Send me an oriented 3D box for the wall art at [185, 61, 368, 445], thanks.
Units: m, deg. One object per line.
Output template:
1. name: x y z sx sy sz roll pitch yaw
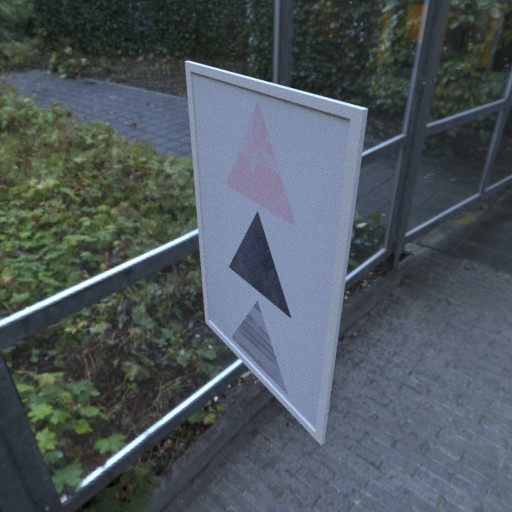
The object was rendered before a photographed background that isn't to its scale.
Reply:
1. wall art: 0.000 0.000 1.251 0.013 0.940 0.659 -21 38 -30
